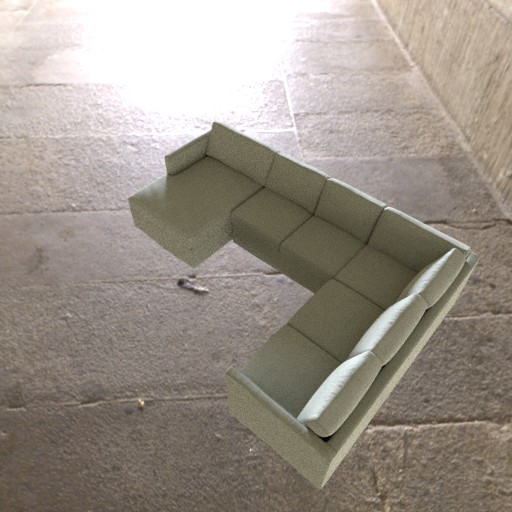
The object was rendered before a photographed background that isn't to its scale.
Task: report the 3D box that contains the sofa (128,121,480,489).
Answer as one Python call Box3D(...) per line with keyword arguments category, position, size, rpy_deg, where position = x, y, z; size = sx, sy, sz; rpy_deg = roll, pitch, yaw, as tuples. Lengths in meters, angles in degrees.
Box3D(category="sofa", position=(0.000, 0.000, 4.435), size=(3.434, 0.869, 2.440), rpy_deg=(33, 56, 26))
